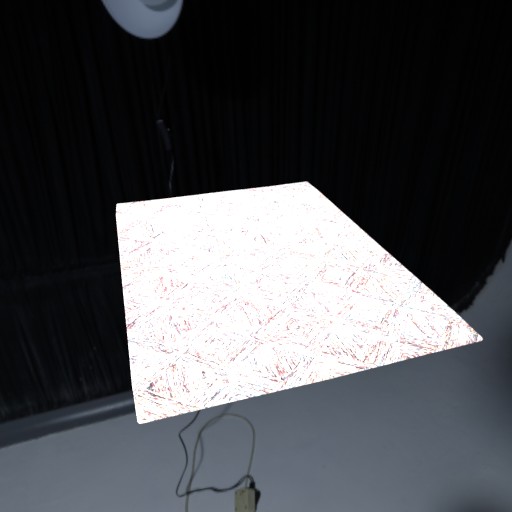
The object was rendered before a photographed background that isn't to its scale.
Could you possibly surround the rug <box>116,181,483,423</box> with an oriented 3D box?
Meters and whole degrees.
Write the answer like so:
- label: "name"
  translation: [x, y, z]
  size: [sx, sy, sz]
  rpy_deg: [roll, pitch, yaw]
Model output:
- label: "rug"
  translation: [0.000, 0.000, 4.159]
  size: [2.436, 0.024, 3.226]
  rpy_deg: [-9, 32, -15]
